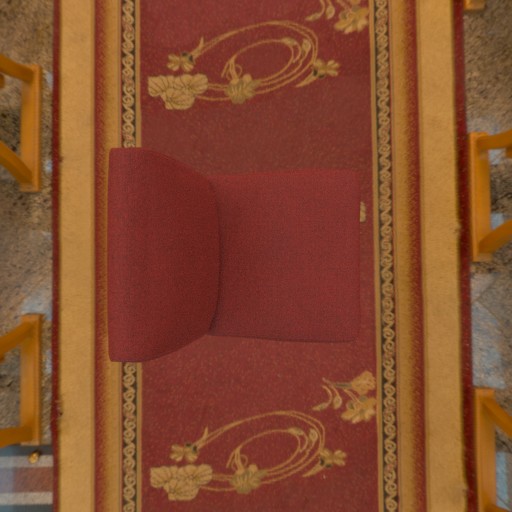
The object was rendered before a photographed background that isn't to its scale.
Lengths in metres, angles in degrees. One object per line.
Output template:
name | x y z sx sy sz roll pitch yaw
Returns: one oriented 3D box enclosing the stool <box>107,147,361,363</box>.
stool | 0.000 0.000 1.321 0.562 1.038 0.468 0 90 0
